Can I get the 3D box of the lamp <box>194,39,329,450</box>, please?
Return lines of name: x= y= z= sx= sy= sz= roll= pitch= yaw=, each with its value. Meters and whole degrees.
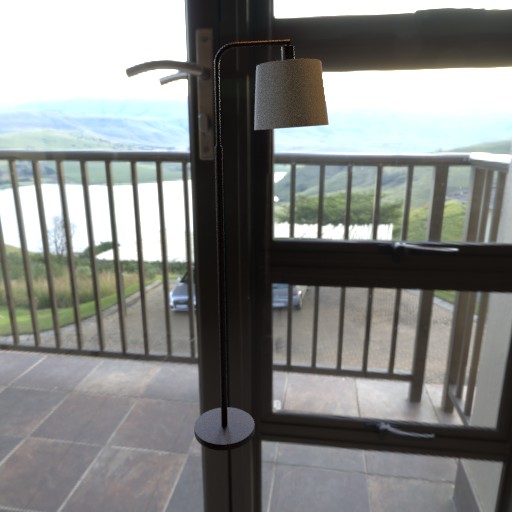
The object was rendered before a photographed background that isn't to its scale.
lamp: x=0.000 y=0.000 z=1.649 sx=0.508 sy=1.478 sz=0.254 roll=-3 pitch=16 yaw=-9
